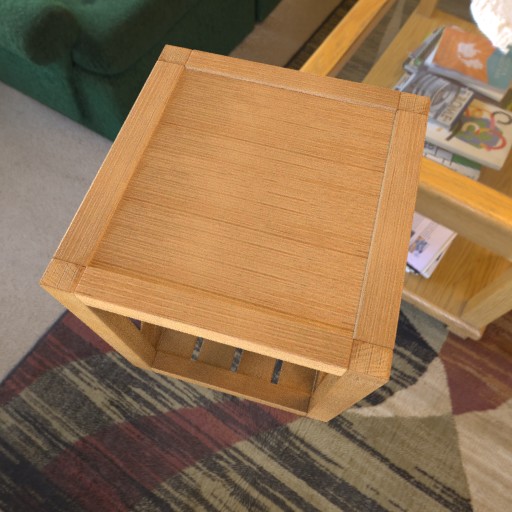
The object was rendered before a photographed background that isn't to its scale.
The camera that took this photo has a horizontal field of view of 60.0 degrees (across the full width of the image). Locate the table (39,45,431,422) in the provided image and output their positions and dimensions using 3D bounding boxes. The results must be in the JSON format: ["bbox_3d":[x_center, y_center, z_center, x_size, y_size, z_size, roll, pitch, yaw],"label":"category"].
[{"bbox_3d":[0.000,0.000,1.045,0.558,0.610,0.559,14,65,7],"label":"table"}]
